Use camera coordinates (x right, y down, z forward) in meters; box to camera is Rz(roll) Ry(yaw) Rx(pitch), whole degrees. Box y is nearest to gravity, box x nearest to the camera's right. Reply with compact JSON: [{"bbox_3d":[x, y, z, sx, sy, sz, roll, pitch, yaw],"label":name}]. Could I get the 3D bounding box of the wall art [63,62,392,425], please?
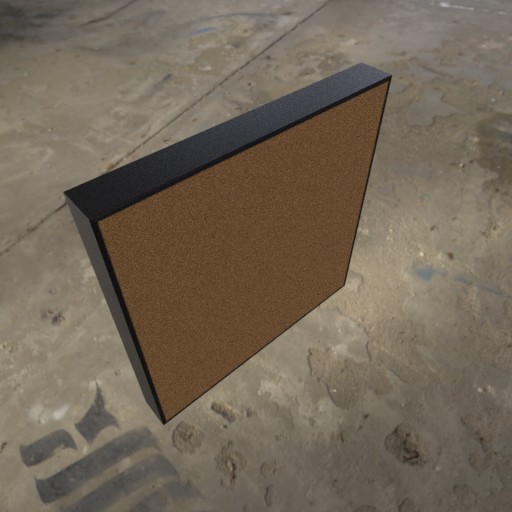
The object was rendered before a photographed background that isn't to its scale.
[{"bbox_3d":[0.000,0.000,0.459,0.304,0.303,0.037,-33,54,-27],"label":"wall art"}]
